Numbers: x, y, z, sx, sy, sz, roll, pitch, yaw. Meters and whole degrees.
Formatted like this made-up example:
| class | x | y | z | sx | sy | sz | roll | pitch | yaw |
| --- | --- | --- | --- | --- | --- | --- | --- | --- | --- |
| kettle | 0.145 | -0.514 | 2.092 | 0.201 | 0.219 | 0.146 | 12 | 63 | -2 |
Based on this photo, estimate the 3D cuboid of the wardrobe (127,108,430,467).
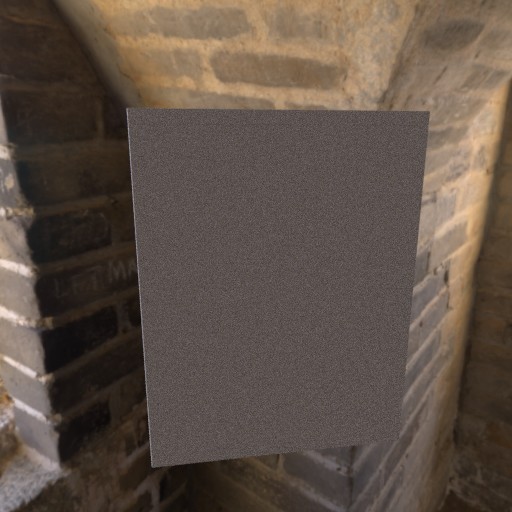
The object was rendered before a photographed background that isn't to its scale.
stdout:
| class | x | y | z | sx | sy | sz | roll | pitch | yaw |
| --- | --- | --- | --- | --- | --- | --- | --- | --- | --- |
| wardrobe | 0.000 | 0.000 | 0.876 | 0.400 | 0.520 | 0.500 | -2 | 15 | -9 |
